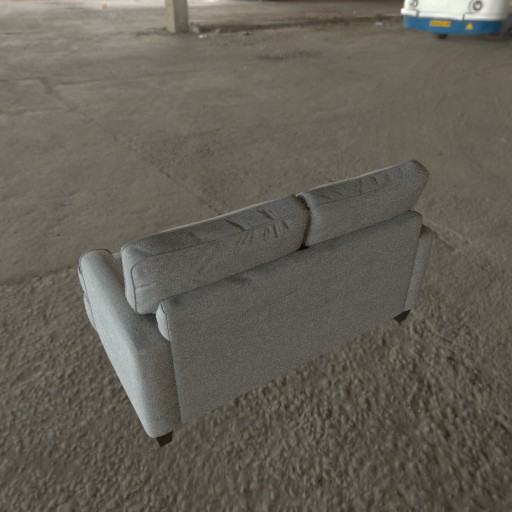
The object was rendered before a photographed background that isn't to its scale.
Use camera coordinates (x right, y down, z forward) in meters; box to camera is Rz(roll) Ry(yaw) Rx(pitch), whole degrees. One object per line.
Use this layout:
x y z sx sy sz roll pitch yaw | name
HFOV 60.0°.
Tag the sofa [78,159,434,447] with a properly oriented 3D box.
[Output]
0.000 0.000 2.315 1.651 0.965 0.965 -19 37 -27 | sofa
